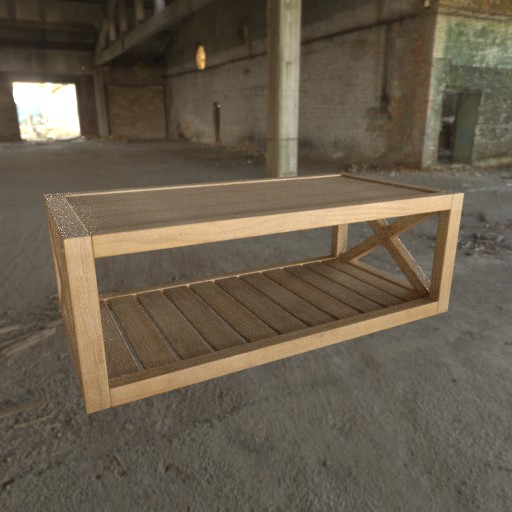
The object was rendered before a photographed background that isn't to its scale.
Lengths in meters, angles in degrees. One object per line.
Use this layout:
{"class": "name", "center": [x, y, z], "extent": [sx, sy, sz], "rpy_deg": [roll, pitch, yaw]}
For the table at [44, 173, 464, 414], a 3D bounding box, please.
{"class": "table", "center": [0.000, 0.000, 1.611], "extent": [1.321, 0.457, 0.660], "rpy_deg": [-9, 20, -27]}
